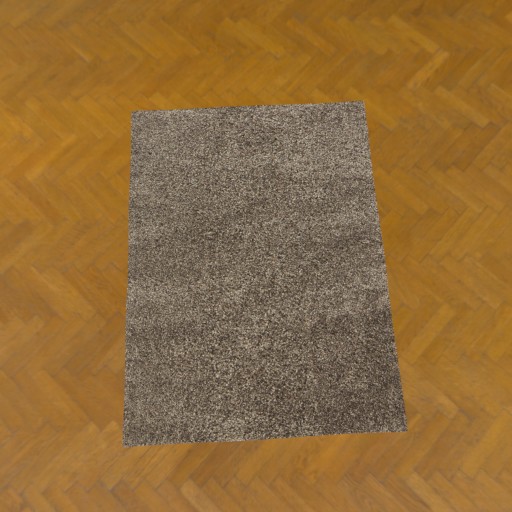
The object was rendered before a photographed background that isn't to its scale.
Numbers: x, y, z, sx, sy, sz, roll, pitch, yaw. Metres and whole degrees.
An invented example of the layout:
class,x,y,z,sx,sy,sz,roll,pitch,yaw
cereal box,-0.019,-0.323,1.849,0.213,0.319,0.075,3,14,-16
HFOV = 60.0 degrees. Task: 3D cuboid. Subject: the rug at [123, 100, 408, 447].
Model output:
class,x,y,z,sx,sy,sz,roll,pitch,yaw
rug,0.000,0.000,2.077,1.198,0.025,1.601,-3,75,-1
